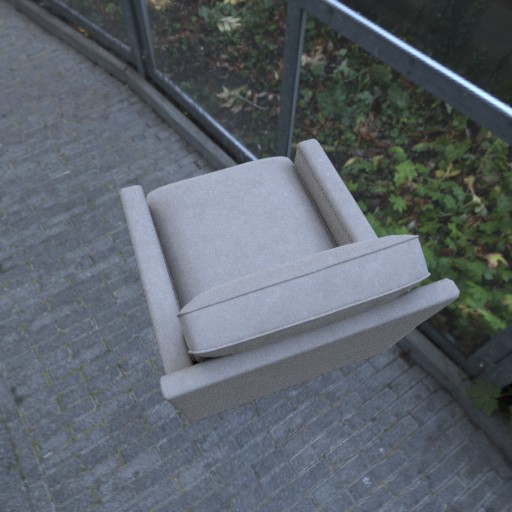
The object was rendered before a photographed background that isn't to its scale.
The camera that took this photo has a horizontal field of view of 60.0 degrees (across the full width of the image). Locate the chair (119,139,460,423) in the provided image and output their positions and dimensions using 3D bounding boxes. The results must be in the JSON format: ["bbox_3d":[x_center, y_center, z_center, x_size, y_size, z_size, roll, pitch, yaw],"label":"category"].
[{"bbox_3d":[0.000,0.000,1.676,0.853,0.943,1.014,-17,59,-10],"label":"chair"}]
